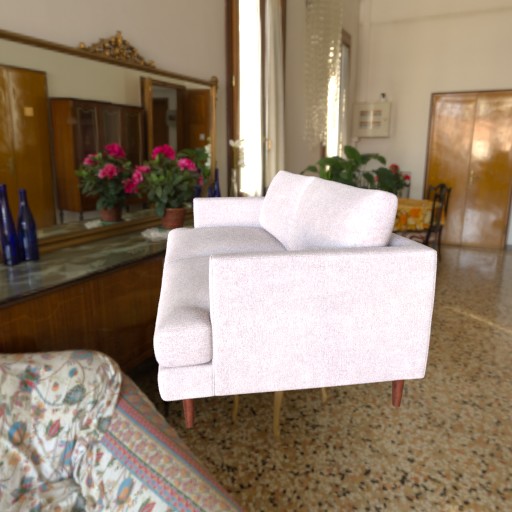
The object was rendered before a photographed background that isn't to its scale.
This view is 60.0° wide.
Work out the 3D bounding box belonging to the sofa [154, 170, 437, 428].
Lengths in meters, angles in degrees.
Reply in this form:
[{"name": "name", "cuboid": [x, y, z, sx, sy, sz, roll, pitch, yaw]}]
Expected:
[{"name": "sofa", "cuboid": [0.000, 0.000, 2.481, 1.020, 0.868, 1.948, -2, 14, -9]}]
